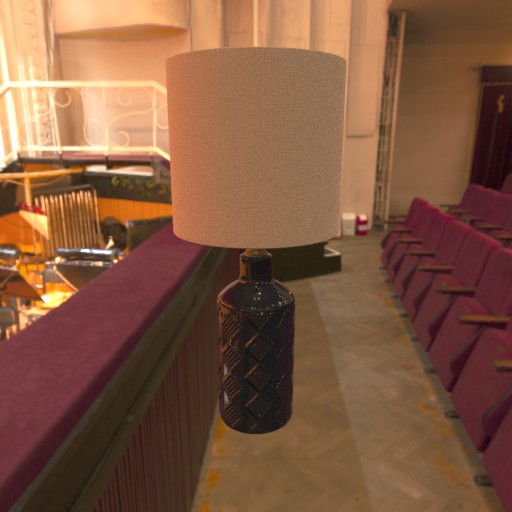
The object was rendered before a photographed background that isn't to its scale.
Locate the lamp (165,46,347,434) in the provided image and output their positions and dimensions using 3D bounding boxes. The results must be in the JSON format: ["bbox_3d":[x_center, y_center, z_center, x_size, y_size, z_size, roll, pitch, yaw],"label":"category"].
[{"bbox_3d":[0.000,0.000,0.574,0.207,0.461,0.207,2,15,8],"label":"lamp"}]
